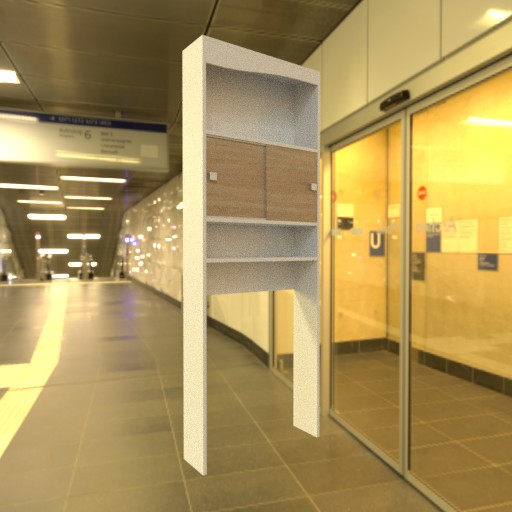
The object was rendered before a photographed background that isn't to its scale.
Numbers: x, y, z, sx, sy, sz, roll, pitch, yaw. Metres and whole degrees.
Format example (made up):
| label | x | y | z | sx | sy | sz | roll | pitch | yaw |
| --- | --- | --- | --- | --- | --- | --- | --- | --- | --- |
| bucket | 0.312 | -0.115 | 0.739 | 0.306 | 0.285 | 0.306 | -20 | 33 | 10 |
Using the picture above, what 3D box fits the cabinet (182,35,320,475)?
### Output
| label | x | y | z | sx | sy | sz | roll | pitch | yaw |
| --- | --- | --- | --- | --- | --- | --- | --- | --- | --- |
| cabinet | 0.000 | 0.000 | 2.033 | 0.643 | 1.770 | 0.192 | -1 | 1 | -35 |
